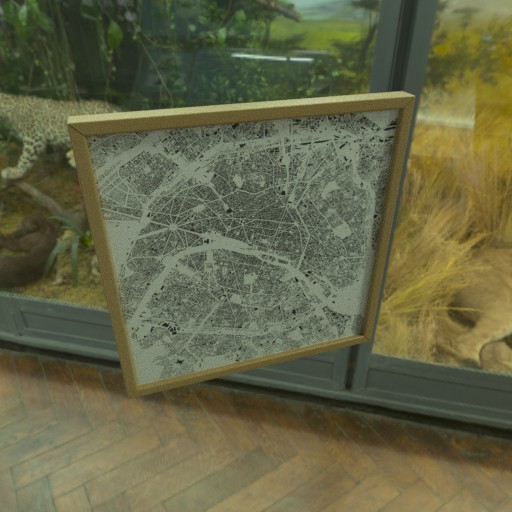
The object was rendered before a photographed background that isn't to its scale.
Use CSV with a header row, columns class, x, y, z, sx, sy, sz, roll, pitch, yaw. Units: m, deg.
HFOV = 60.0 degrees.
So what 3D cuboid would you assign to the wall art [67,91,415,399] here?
class,x,y,z,sx,sy,sz,roll,pitch,yaw
wall art,0.000,0.000,0.769,0.509,0.509,0.036,-10,33,-15
